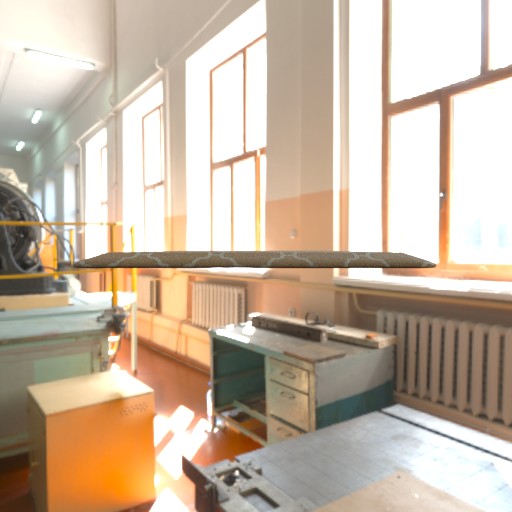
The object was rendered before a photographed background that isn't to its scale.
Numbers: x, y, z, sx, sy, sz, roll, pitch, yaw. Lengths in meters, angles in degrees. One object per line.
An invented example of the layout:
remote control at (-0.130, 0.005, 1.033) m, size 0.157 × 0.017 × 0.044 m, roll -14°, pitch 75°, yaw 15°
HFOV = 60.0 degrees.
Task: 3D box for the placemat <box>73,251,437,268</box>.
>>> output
placemat at (0.000, 0.000, 0.968) m, size 0.508 × 0.021 × 0.762 m, roll 0°, pitch 1°, yaw 0°
